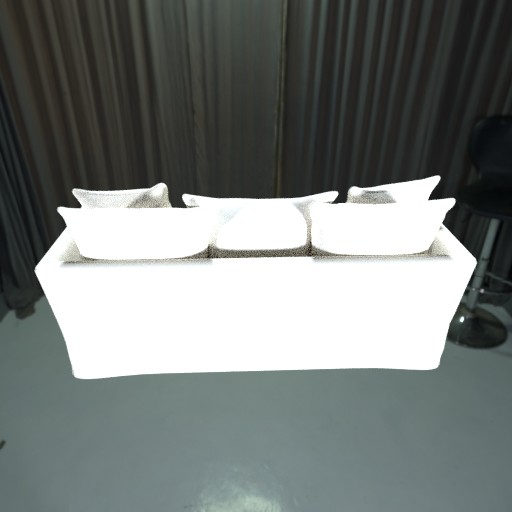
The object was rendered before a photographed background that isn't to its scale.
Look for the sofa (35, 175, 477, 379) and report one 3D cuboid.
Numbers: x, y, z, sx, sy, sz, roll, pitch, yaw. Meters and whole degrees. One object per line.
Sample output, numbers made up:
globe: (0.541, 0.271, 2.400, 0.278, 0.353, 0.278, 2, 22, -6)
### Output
sofa: (0.000, 0.000, 2.799, 2.290, 1.034, 1.031, -1, 29, -2)
